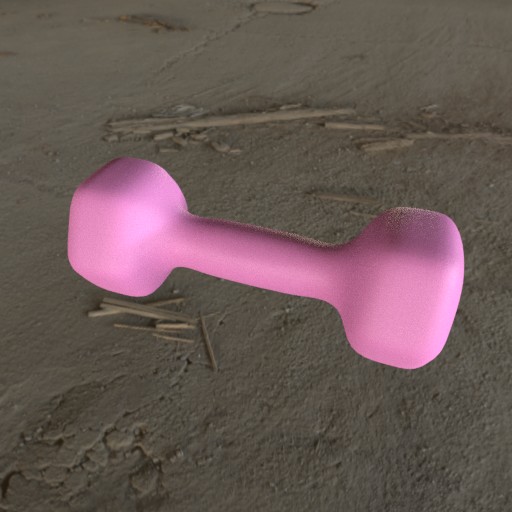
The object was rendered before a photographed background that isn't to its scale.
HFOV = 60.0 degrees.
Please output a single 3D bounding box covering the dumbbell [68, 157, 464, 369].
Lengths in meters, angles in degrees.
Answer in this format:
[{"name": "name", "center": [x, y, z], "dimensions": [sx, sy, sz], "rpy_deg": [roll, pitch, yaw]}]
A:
[{"name": "dumbbell", "center": [0.000, 0.000, 0.188], "dimensions": [0.159, 0.058, 0.064], "rpy_deg": [13, 42, 15]}]
